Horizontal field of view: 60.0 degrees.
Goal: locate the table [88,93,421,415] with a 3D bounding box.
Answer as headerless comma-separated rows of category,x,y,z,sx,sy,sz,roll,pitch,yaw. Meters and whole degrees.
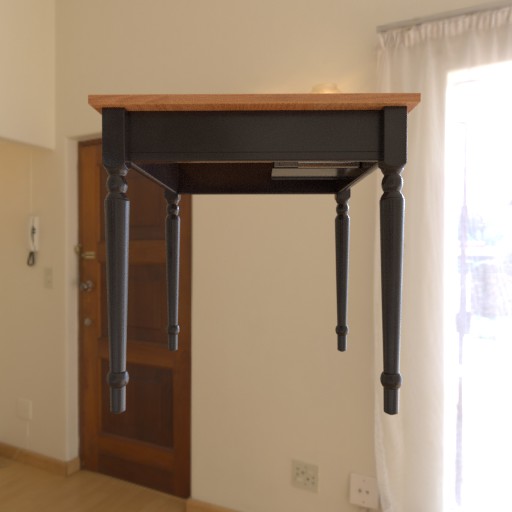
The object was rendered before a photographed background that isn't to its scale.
table,0.000,0.000,1.371,0.747,0.738,0.747,0,1,1
